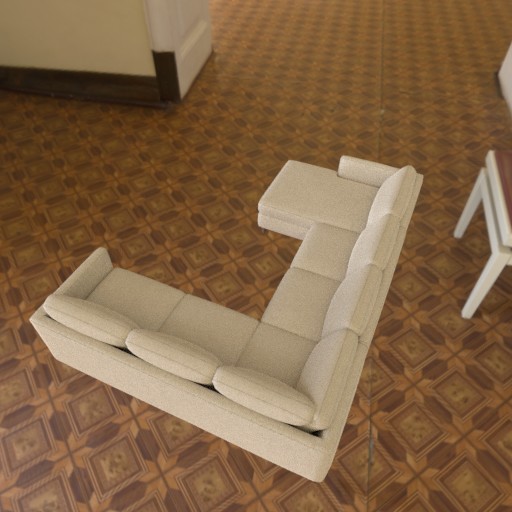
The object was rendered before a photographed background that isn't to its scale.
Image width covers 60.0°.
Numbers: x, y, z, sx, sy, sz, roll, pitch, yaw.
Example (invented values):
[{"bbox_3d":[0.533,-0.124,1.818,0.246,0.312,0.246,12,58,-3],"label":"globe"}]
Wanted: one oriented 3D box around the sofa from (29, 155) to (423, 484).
[{"bbox_3d":[0.000,0.000,4.330,2.551,0.853,3.238,19,50,16],"label":"sofa"}]
